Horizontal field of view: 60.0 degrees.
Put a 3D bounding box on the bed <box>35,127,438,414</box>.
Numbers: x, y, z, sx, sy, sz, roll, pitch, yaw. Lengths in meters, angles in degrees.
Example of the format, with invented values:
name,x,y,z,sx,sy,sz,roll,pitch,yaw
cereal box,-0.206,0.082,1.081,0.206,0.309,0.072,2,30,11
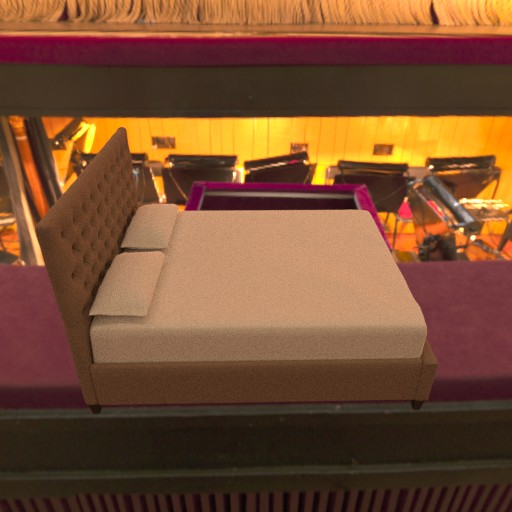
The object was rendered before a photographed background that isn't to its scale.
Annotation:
name,x,y,z,sx,sy,sz,roll,pitch,yaw
bed,0.000,0.000,3.254,2.233,1.426,1.696,0,32,-1
